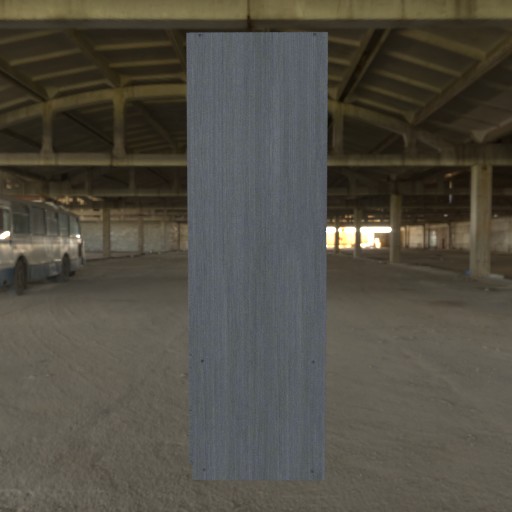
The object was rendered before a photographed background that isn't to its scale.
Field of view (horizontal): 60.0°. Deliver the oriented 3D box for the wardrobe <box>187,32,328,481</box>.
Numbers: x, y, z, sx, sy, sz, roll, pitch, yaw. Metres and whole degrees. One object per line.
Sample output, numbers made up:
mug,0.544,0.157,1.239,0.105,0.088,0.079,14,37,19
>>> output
wardrobe,0.000,0.000,2.281,0.577,1.808,0.991,0,2,0
